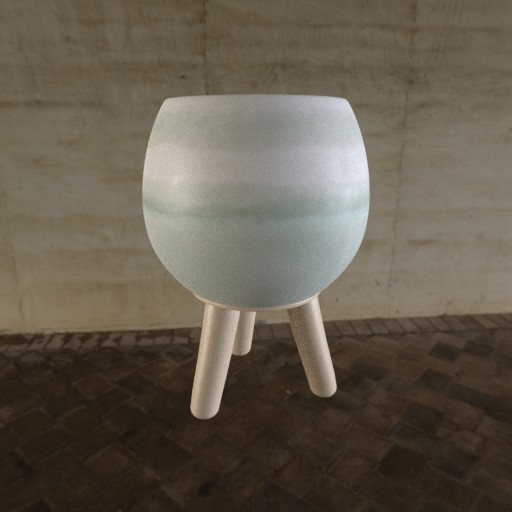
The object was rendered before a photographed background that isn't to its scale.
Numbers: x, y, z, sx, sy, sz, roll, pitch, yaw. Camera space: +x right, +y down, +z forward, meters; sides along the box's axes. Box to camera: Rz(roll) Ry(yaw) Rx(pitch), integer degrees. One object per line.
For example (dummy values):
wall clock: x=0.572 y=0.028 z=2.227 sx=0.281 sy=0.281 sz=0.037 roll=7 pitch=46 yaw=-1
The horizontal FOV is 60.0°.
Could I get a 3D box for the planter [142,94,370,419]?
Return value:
planter: x=0.000 y=0.000 z=0.337 sx=0.161 sy=0.224 sz=0.161 roll=0 pitch=16 yaw=0
